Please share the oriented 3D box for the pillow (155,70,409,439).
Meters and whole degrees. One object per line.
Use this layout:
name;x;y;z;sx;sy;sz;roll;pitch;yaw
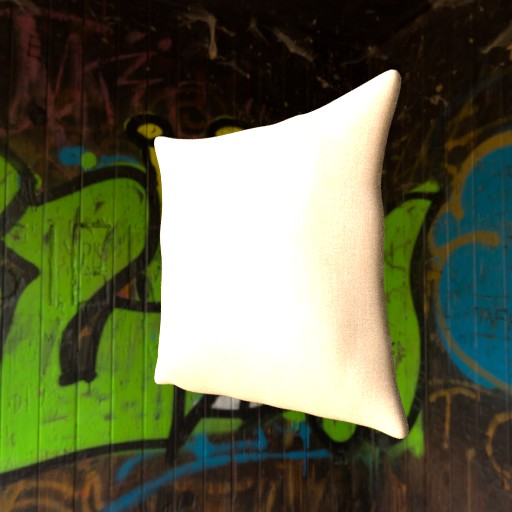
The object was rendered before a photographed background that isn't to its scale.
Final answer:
pillow;0.000;0.000;0.651;0.436;0.432;0.138;-2;-3;37
